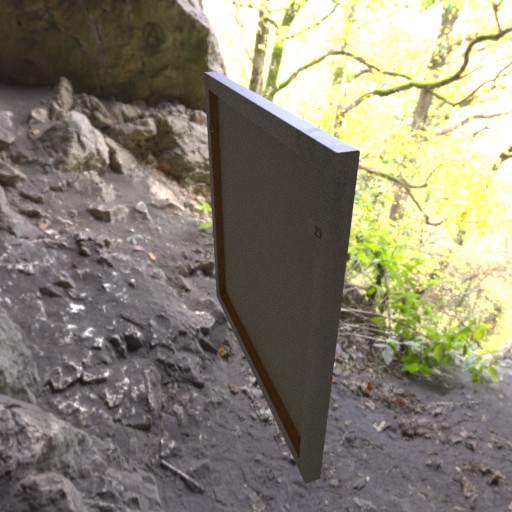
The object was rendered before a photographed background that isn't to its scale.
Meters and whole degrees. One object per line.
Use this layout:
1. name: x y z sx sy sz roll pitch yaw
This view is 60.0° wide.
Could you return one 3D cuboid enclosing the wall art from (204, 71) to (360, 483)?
1. wall art: 0.000 0.000 1.116 0.041 0.762 0.762 -10 32 -17
